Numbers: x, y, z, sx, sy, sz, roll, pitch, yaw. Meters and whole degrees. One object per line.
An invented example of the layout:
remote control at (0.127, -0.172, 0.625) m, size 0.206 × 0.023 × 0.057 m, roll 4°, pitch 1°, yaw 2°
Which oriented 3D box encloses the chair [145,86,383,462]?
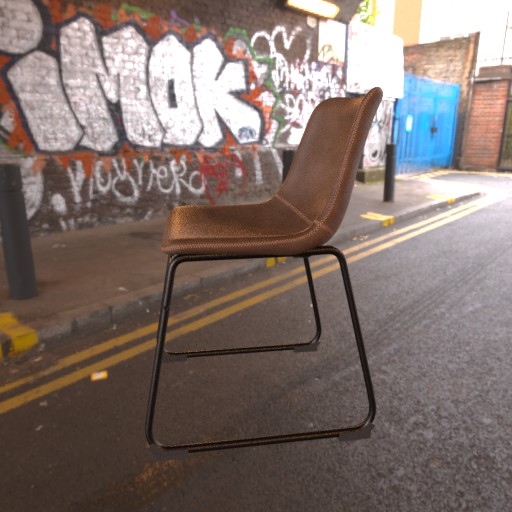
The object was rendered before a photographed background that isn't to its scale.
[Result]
chair at (0.000, 0.000, 1.115) m, size 0.551 × 0.780 × 0.460 m, roll -2°, pitch 16°, yaw -9°
